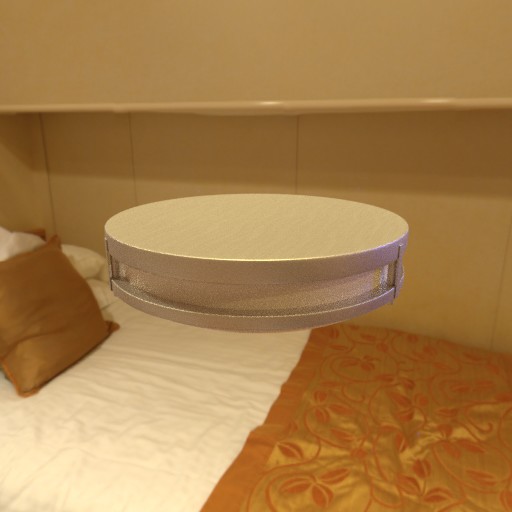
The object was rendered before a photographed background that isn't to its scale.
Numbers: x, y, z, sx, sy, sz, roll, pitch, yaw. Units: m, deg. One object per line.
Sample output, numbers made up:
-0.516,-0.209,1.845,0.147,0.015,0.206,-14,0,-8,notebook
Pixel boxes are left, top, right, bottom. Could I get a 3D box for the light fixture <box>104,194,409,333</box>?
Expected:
0.000,0.000,0.557,0.356,0.102,0.356,0,17,0,light fixture
